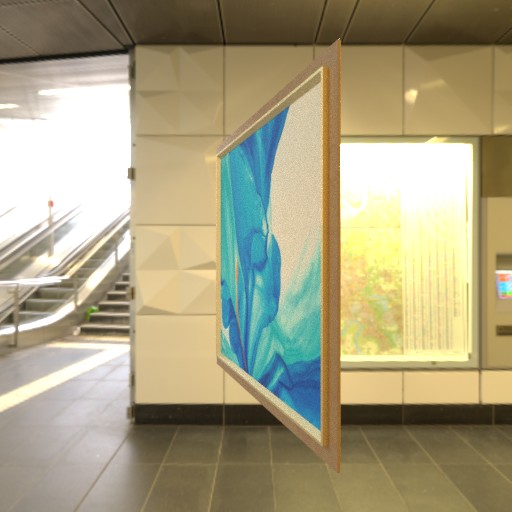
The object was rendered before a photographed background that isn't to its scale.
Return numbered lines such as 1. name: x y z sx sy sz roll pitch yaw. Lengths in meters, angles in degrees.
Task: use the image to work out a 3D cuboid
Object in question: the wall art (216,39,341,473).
1. wall art: 0.000 0.000 1.638 0.025 1.067 1.168 0 0 -20
